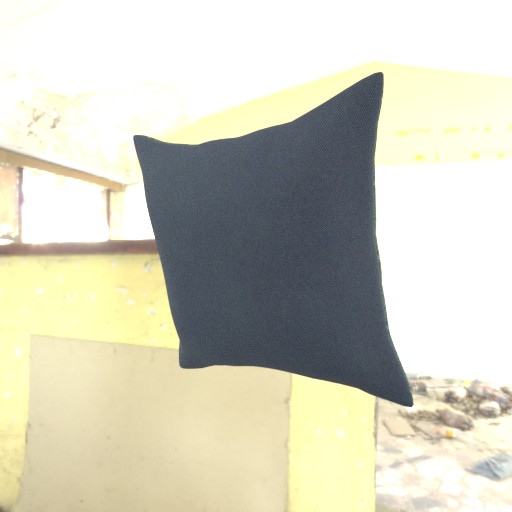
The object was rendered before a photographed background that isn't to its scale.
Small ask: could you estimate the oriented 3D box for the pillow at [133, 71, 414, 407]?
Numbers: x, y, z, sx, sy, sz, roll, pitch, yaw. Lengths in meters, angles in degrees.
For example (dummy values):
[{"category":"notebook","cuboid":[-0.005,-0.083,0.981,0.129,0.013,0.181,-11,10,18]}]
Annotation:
[{"category":"pillow","cuboid":[0.000,0.000,0.693,0.453,0.430,0.200,-1,-1,36]}]
